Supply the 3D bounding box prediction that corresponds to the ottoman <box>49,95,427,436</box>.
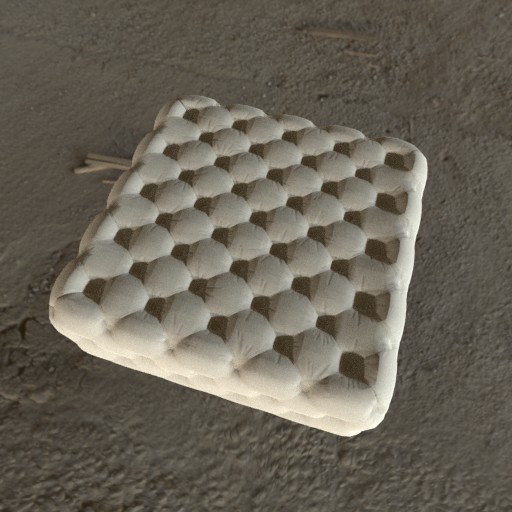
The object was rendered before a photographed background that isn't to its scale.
[{"bbox_3d":[0.000,0.000,1.195,0.755,0.376,0.753,15,60,9],"label":"ottoman"}]
